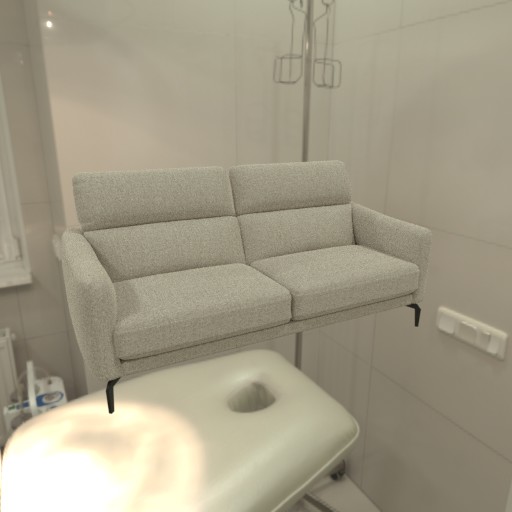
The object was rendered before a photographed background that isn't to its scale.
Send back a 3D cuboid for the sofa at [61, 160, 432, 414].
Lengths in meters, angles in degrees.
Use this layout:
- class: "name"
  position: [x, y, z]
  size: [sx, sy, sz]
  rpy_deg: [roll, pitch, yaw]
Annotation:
- class: "sofa"
  position: [0.000, 0.000, 2.534]
  size: [2.015, 0.956, 0.856]
  rpy_deg: [-9, 19, -26]
